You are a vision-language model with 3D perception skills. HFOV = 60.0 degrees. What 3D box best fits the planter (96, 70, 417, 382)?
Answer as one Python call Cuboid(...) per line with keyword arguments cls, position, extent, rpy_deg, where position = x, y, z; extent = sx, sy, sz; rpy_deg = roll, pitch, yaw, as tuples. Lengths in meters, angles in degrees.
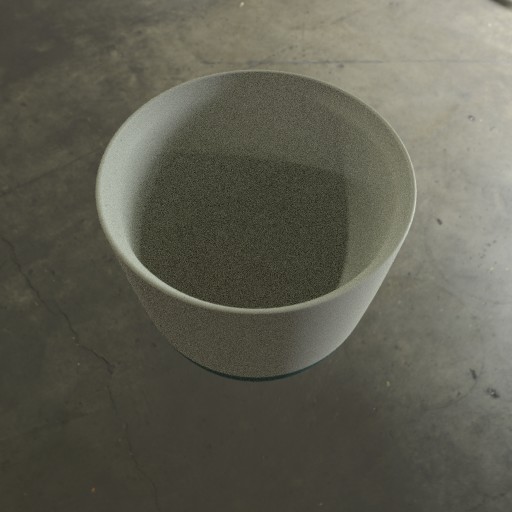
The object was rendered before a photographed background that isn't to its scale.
Cuboid(cls="planter", position=(0.000, 0.000, 0.376), extent=(0.204, 0.214, 0.204), rpy_deg=(0, 58, 0))
